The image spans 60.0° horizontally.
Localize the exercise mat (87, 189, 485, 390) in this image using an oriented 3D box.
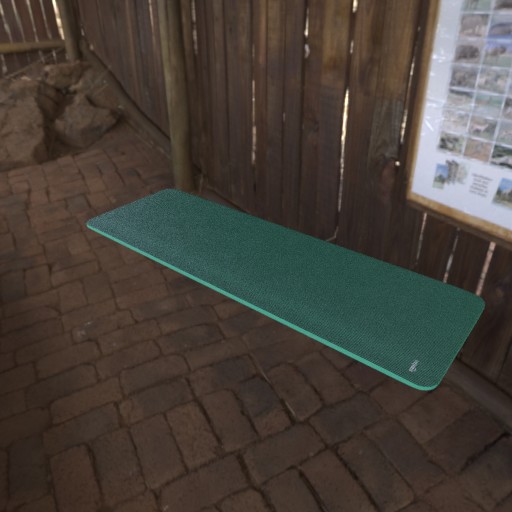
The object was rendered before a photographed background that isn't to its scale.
[{"bbox_3d":[0.000,0.000,2.051,1.869,0.021,0.616,22,37,32],"label":"exercise mat"}]
